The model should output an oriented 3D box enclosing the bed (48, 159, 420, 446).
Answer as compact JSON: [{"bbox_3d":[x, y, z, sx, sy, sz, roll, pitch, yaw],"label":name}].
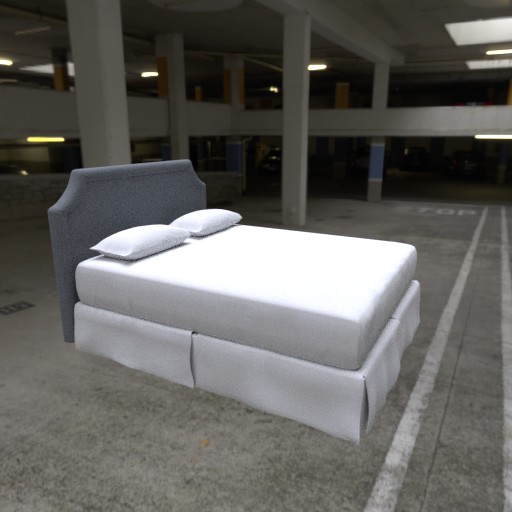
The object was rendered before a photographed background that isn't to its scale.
[{"bbox_3d":[0.000,0.000,3.345,2.259,1.296,1.811,8,18,27],"label":"bed"}]
